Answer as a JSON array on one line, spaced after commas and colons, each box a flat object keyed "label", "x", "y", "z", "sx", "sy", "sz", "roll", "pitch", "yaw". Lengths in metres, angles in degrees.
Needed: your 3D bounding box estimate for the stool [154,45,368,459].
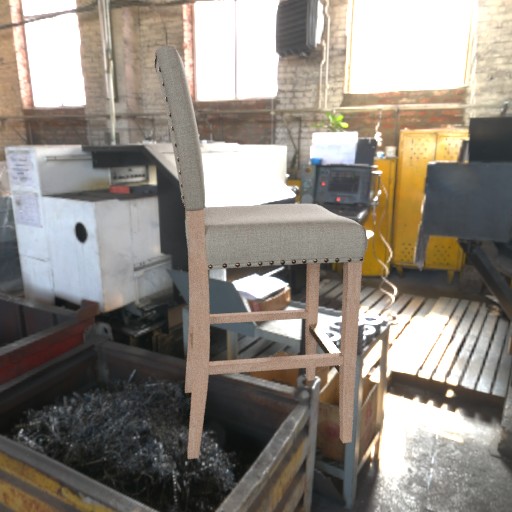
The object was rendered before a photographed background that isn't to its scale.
[{"label": "stool", "x": 0.000, "y": 0.000, "z": 1.454, "sx": 0.585, "sy": 1.173, "sz": 0.445, "roll": -3, "pitch": 15, "yaw": -10}]
